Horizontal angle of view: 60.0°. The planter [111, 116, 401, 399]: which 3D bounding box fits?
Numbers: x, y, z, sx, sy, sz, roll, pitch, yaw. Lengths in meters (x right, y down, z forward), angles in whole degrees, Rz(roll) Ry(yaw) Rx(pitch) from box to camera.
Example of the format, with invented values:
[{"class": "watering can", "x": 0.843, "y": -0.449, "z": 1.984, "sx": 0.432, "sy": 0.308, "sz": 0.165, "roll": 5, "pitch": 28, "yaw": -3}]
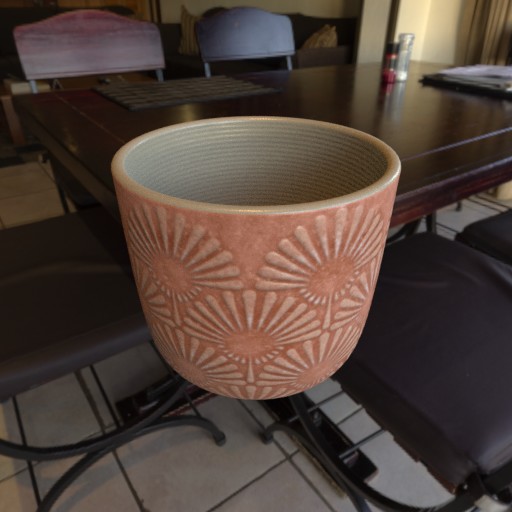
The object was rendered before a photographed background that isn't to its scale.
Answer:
[{"class": "planter", "x": 0.000, "y": 0.000, "z": 0.224, "sx": 0.124, "sy": 0.109, "sz": 0.124, "roll": 0, "pitch": 31, "yaw": 0}]
